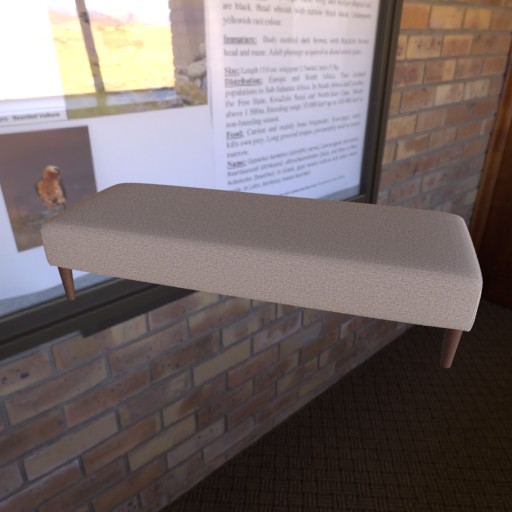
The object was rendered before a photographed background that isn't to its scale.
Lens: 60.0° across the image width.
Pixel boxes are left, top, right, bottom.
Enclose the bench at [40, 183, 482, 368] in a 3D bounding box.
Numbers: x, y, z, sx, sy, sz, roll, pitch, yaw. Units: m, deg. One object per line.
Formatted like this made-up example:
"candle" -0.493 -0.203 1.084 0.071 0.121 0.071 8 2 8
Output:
"bench" 0.000 0.000 1.841 1.598 0.383 0.631 8 27 15
